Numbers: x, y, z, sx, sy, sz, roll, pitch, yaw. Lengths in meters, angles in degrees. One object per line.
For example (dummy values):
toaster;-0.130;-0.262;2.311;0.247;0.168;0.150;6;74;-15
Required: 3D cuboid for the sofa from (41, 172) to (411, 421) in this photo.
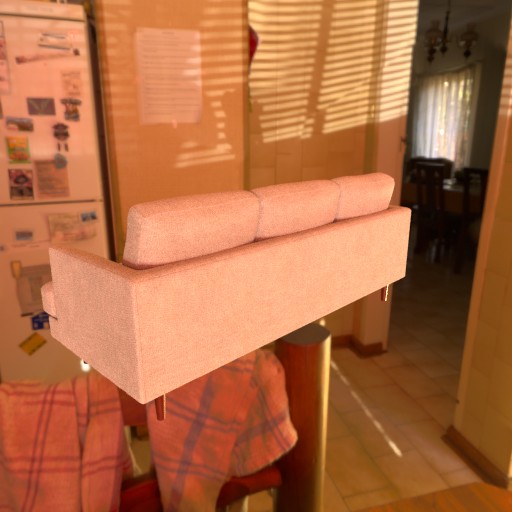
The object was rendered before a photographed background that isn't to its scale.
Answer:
sofa;0.000;0.000;2.704;0.903;0.930;2.246;15;21;42
